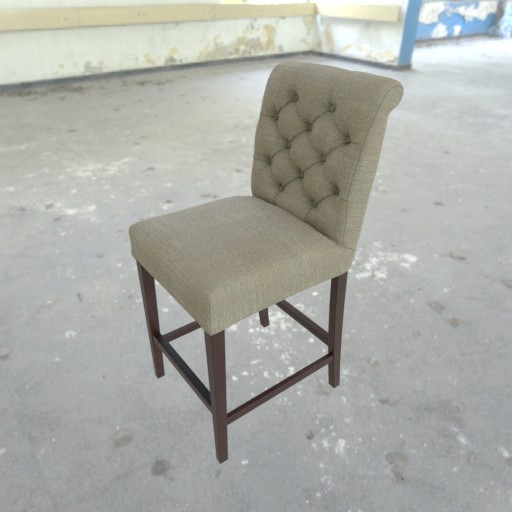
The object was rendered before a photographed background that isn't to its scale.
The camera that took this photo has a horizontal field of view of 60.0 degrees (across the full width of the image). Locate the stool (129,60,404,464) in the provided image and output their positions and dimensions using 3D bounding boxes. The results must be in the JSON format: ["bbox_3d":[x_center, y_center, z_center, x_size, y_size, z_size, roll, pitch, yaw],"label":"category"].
[{"bbox_3d":[0.000,0.000,1.430,0.660,1.084,0.486,-21,38,-31],"label":"stool"}]
